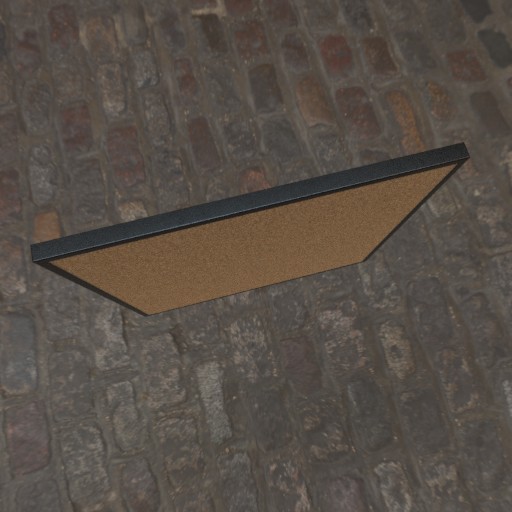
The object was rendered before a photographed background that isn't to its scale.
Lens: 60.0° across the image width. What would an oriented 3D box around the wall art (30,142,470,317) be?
[{"bbox_3d":[0.000,0.000,0.514,0.349,0.349,0.014,-14,76,-4],"label":"wall art"}]
